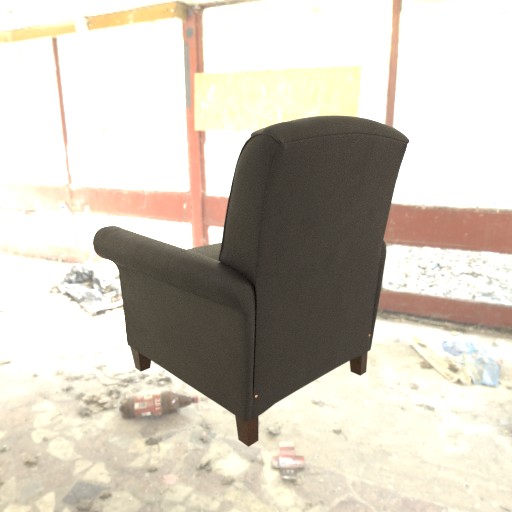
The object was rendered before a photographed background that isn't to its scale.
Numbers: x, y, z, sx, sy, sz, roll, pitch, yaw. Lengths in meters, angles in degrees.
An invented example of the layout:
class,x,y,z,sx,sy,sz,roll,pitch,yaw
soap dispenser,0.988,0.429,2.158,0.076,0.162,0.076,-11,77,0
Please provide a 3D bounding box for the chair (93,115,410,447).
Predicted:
class,x,y,z,sx,sy,sz,roll,pitch,yaw
chair,0.000,0.000,1.809,0.978,1.061,0.902,-14,20,-42
